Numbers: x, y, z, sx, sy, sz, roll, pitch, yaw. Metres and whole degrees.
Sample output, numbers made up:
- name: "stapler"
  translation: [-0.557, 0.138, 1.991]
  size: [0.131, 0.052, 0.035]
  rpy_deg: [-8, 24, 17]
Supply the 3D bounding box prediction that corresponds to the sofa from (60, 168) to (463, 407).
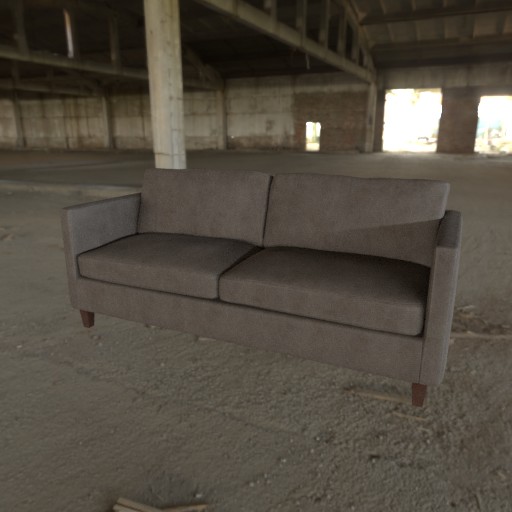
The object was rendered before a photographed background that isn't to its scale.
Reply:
- name: "sofa"
  translation: [0.000, 0.000, 2.661]
  size: [2.208, 0.965, 0.951]
  rpy_deg: [7, 18, 24]
